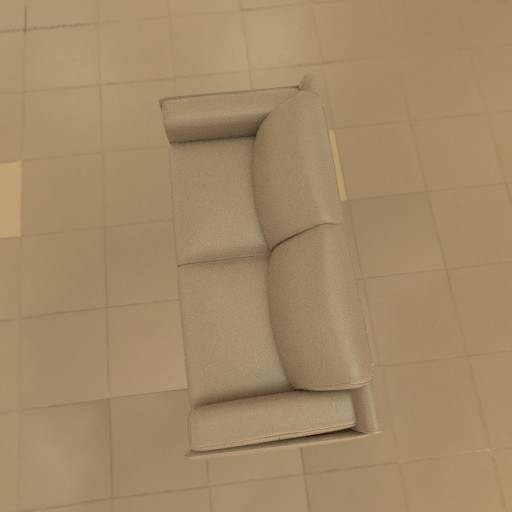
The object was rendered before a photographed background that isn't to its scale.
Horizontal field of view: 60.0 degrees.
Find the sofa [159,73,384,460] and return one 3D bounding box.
[{"bbox_3d":[0.000,0.000,2.590,1.049,0.930,2.101,-7,75,-2],"label":"sofa"}]
